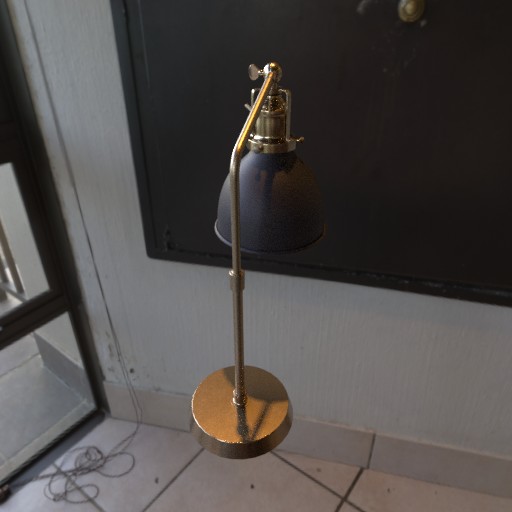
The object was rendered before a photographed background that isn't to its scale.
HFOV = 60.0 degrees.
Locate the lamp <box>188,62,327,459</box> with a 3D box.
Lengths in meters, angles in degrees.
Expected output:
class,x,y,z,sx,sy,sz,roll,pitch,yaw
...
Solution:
class,x,y,z,sx,sy,sz,roll,pitch,yaw
lamp,0.000,0.000,0.585,0.160,0.456,0.291,10,33,16
